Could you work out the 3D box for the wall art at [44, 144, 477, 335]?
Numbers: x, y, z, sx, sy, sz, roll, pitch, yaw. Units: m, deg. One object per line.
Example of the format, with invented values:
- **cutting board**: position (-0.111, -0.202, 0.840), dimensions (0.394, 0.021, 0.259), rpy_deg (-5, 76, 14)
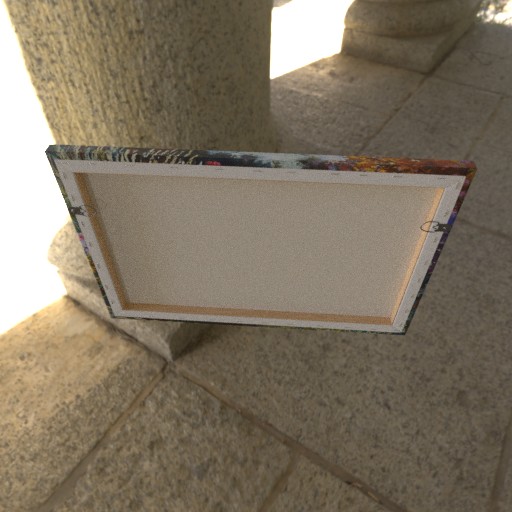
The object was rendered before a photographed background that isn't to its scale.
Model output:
- **wall art**: position (0.000, 0.000, 1.445), dimensions (1.136, 0.760, 0.042), rpy_deg (3, 46, 3)
